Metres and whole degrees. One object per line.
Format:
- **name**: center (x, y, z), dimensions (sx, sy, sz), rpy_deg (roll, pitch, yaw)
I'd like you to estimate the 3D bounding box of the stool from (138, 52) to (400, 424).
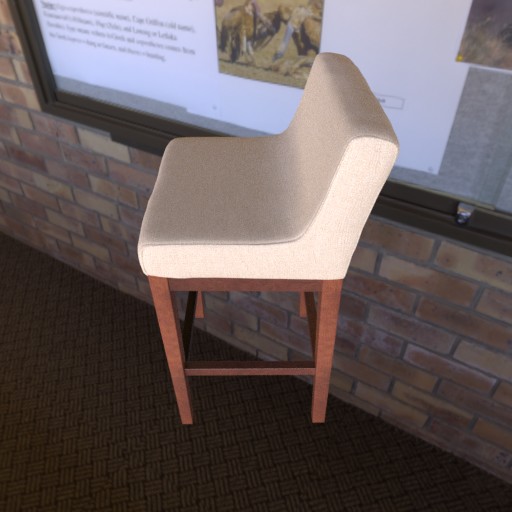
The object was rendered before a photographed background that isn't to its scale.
- **stool**: center (0.000, 0.000, 1.218), dimensions (0.500, 0.937, 0.511), rpy_deg (0, 40, -1)
